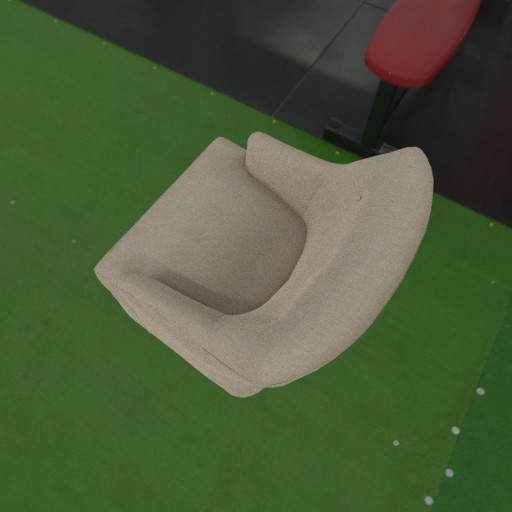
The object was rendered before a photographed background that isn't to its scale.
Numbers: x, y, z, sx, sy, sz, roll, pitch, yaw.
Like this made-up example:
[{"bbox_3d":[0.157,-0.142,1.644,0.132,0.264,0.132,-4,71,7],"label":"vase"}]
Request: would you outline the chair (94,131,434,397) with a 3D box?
[{"bbox_3d":[0.000,0.000,1.602,0.923,0.856,0.864,31,67,15],"label":"chair"}]
